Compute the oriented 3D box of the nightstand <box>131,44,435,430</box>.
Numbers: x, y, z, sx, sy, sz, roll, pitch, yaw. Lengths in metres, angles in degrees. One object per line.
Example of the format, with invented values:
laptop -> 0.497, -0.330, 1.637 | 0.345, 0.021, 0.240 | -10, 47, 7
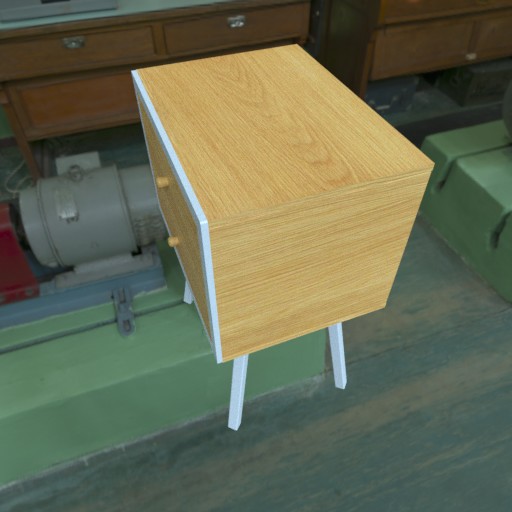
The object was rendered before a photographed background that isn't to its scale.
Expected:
nightstand -> 0.000, 0.000, 0.852 | 0.316, 0.601, 0.400 | -16, 48, -15
